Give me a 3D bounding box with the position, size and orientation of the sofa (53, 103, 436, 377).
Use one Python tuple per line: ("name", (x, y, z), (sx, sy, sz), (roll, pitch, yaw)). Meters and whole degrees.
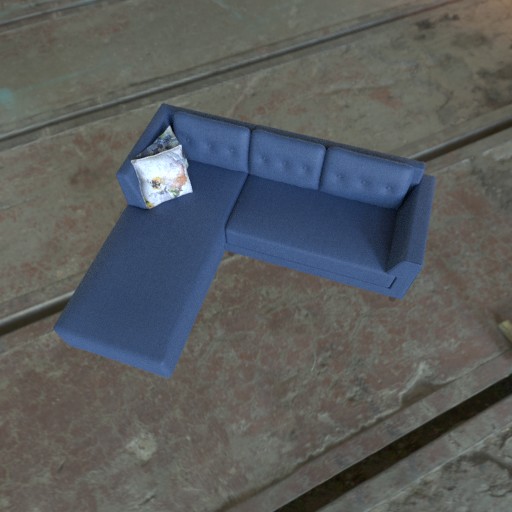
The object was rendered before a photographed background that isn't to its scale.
("sofa", (0.000, 0.000, 3.052), (2.120, 0.787, 1.829), (16, 60, 9))
